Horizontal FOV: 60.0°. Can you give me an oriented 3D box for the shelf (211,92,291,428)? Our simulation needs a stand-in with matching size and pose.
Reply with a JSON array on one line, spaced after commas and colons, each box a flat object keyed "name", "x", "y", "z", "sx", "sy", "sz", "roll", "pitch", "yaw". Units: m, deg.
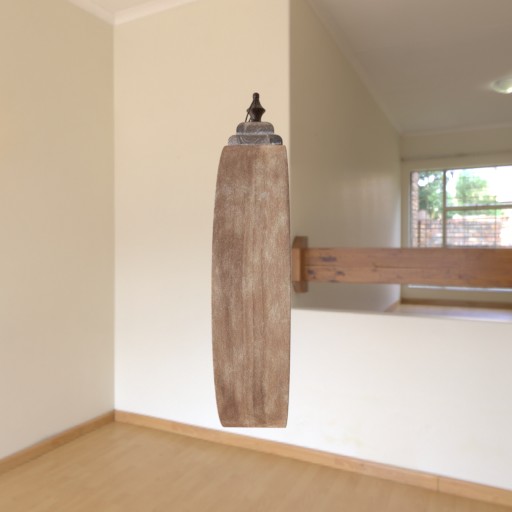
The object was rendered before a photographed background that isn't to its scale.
[{"name": "shelf", "x": 0.000, "y": 0.000, "z": 0.992, "sx": 0.125, "sy": 0.725, "sz": 0.601, "roll": 0, "pitch": 1, "yaw": 2}]
